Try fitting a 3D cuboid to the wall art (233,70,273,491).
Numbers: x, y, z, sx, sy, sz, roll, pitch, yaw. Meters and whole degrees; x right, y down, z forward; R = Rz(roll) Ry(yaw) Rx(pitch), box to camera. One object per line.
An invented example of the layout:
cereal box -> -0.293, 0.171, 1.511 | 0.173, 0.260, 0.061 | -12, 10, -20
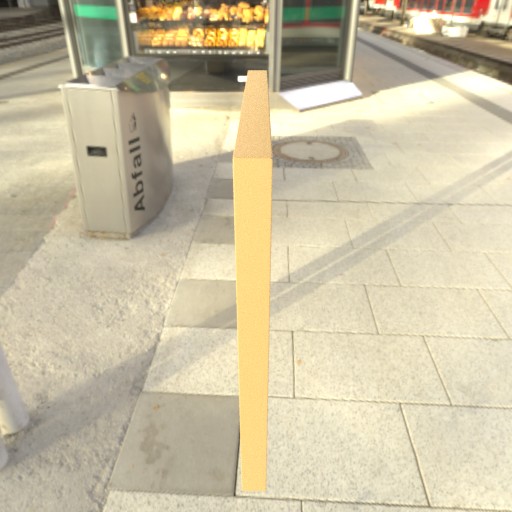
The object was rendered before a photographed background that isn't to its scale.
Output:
wall art -> 0.000, 0.000, 0.745 | 0.036, 0.509, 0.509 | 0, 31, 1
